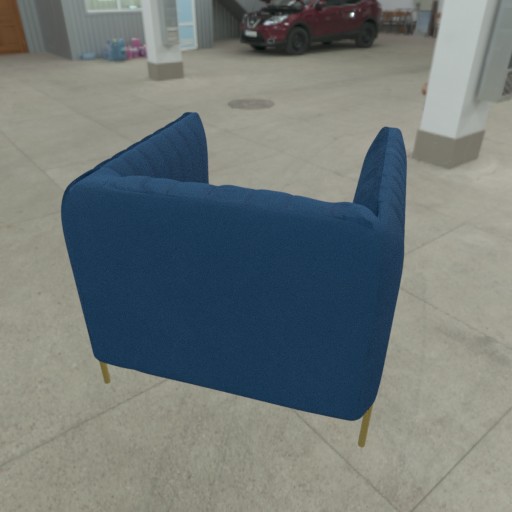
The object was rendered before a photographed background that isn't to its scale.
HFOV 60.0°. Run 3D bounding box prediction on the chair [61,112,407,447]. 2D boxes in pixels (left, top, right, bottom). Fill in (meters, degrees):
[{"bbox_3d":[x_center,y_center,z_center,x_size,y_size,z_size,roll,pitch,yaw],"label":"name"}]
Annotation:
[{"bbox_3d":[0.000,0.000,1.581,0.947,0.793,0.877,9,33,14],"label":"chair"}]
